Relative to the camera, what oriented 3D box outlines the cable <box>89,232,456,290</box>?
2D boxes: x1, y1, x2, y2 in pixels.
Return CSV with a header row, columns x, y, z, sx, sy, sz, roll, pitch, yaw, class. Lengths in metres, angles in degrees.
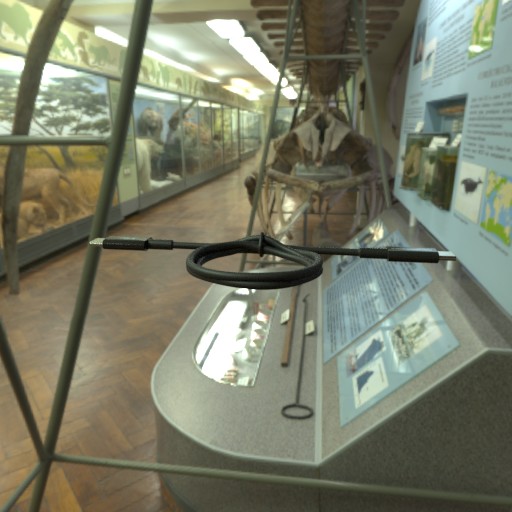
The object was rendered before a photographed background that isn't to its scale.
x,y,z,sx,sy,sz,roll,pitch,yaw,class
0.000,0.000,0.222,0.203,0.014,0.070,2,16,8,cable
